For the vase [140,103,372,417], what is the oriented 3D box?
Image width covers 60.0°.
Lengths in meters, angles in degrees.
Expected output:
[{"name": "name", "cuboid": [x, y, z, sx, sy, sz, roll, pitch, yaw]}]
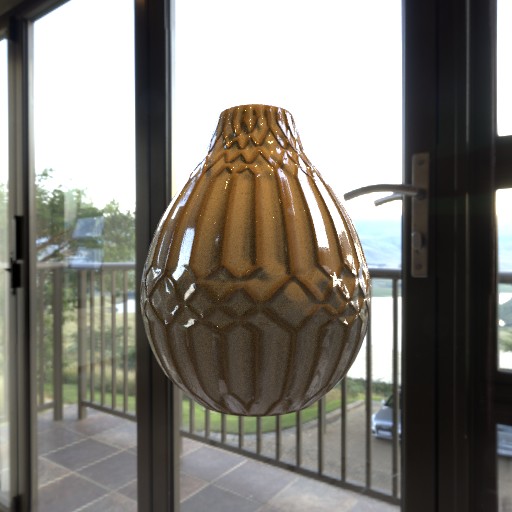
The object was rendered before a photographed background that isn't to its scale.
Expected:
[{"name": "vase", "cuboid": [0.000, 0.000, 0.316, 0.159, 0.200, 0.159, 0, 1, 0]}]
